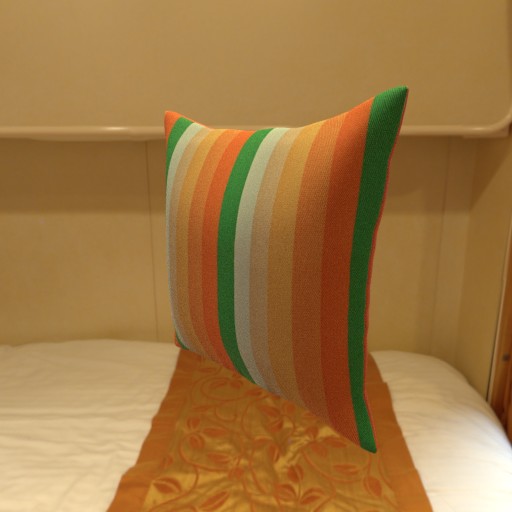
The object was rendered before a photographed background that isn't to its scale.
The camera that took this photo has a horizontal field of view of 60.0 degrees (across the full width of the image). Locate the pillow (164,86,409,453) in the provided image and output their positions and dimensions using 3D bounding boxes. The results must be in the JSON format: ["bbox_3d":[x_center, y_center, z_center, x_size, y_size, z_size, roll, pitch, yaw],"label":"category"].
[{"bbox_3d":[0.000,0.000,0.669,0.169,0.444,0.453,-13,19,-43],"label":"pillow"}]
